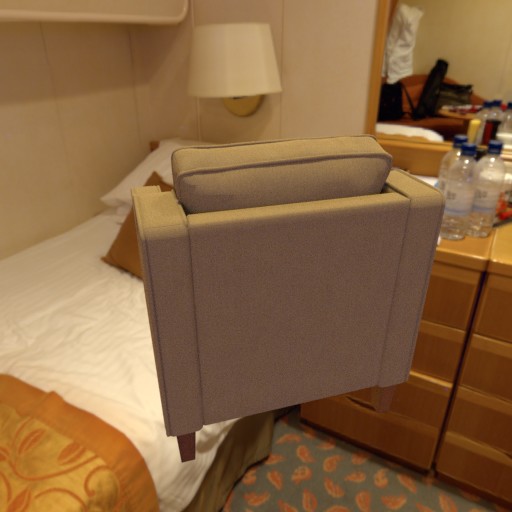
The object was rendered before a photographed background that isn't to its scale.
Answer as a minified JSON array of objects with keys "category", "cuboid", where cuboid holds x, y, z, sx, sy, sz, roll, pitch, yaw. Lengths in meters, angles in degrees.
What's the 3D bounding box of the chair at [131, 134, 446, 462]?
[{"category":"chair","cuboid":[0.000,0.000,1.650,0.831,0.960,0.909,-8,28,-15]}]
